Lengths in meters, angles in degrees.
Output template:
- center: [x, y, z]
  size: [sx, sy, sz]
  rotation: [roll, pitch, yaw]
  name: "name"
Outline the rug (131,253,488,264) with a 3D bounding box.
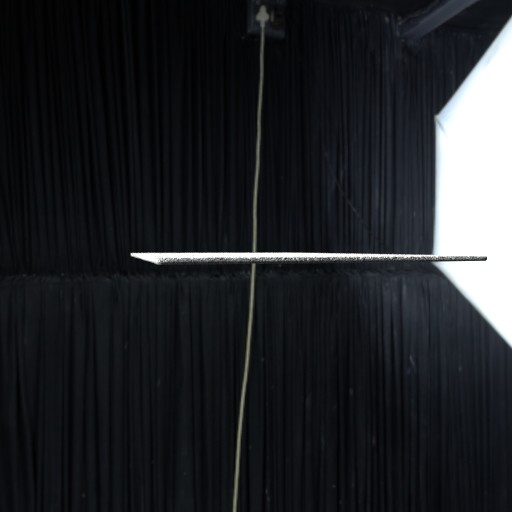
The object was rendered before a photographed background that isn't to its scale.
- center: [0.000, 0.000, 2.926]
  size: [1.502, 0.025, 2.350]
  rotation: [0, 1, -18]
  name: "rug"
